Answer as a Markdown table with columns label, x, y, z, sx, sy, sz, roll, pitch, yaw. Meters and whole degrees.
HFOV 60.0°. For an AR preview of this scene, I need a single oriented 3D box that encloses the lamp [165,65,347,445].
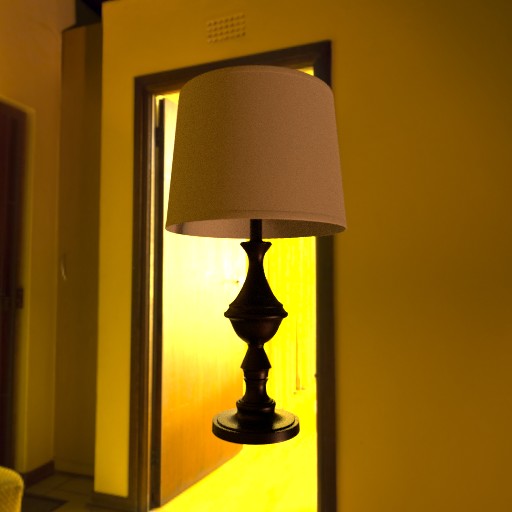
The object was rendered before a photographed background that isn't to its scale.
| label | x | y | z | sx | sy | sz | roll | pitch | yaw |
| --- | --- | --- | --- | --- | --- | --- | --- | --- | --- |
| lamp | 0.000 | 0.000 | 0.948 | 0.383 | 0.726 | 0.383 | 0 | -3 | 0 |
